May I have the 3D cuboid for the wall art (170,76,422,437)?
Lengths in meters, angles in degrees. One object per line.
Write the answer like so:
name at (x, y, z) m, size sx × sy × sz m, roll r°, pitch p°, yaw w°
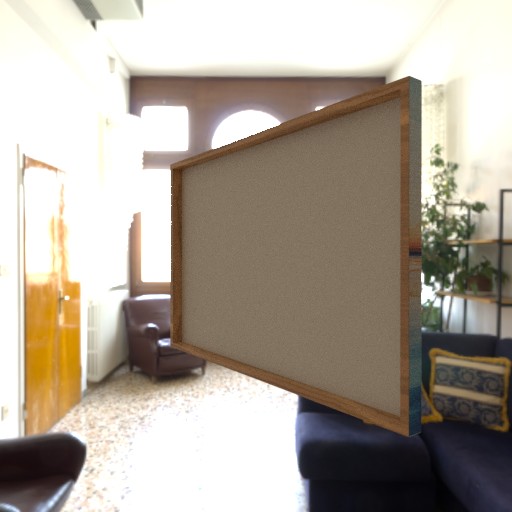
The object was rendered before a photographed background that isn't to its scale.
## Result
wall art at (0.000, 0.000, 1.117) m, size 0.037 × 0.605 × 0.911 m, roll 0°, pitch 0°, yaw -36°
